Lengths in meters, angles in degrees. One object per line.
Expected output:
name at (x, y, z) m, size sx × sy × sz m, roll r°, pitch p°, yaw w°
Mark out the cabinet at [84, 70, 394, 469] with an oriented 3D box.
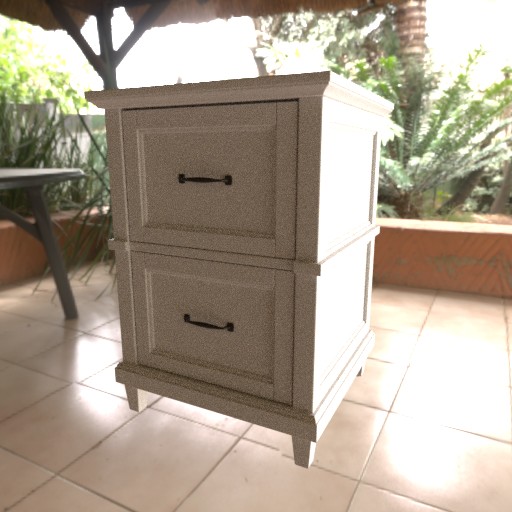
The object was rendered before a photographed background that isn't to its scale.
cabinet at (0.000, 0.000, 1.147) m, size 0.544 × 0.775 × 0.547 m, roll 7°, pitch 15°, yaw 26°
